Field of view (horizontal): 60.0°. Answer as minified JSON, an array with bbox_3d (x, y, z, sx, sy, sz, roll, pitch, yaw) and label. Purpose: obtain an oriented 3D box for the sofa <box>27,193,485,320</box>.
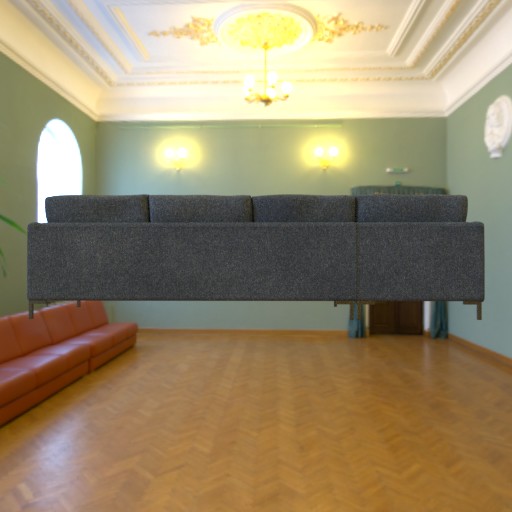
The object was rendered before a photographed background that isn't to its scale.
[{"bbox_3d":[0.000,0.000,3.439,2.932,0.810,1.350,0,0,1],"label":"sofa"}]
